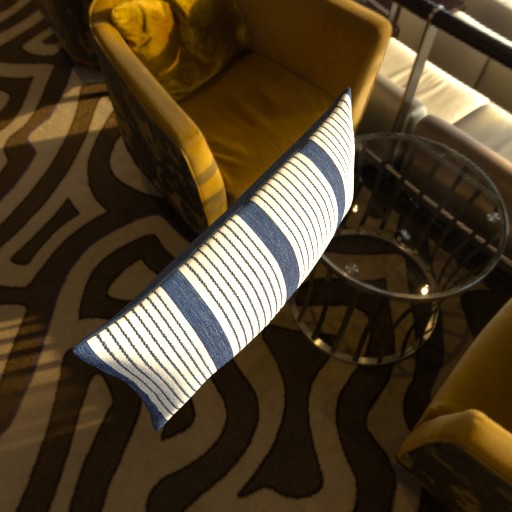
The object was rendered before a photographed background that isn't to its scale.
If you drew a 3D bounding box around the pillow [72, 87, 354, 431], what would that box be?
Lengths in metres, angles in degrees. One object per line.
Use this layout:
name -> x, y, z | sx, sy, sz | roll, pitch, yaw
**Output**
pillow -> 0.000, 0.000, 0.749 | 0.156, 0.292, 0.608 | 33, 64, 19
